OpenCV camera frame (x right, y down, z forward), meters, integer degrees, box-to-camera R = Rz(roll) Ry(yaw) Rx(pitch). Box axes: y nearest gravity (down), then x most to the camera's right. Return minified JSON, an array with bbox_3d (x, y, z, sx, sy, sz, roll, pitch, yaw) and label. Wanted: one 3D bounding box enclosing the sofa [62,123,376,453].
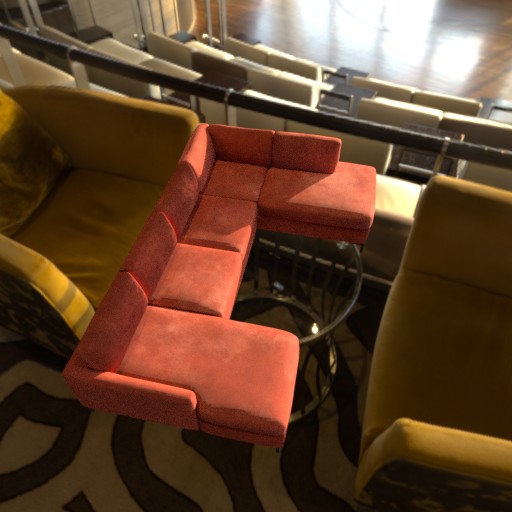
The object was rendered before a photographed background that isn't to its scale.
[{"bbox_3d":[0.000,0.000,3.850,1.981,0.858,2.971,9,48,8],"label":"sofa"}]
